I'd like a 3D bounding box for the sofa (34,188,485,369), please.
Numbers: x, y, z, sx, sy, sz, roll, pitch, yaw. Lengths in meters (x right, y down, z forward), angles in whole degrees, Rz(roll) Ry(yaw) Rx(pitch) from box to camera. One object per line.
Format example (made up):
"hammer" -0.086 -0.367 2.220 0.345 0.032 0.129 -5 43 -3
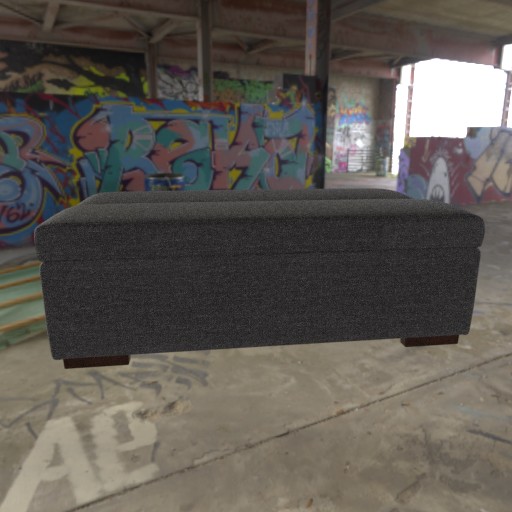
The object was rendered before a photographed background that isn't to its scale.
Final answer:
"sofa" 0.000 0.000 1.569 1.198 0.417 0.782 -2 14 -8
